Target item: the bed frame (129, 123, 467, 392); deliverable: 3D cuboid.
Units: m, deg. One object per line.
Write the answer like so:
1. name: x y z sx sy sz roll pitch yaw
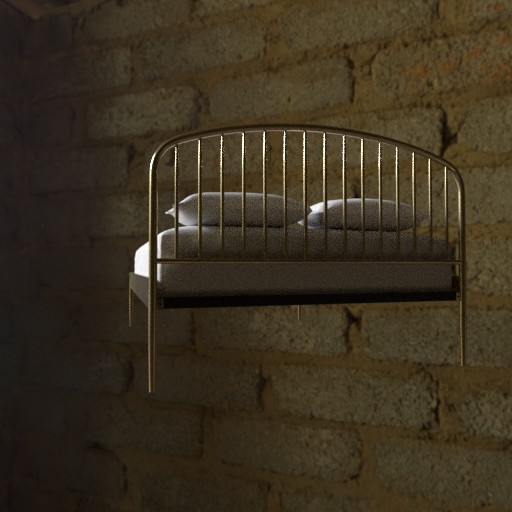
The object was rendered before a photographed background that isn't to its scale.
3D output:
1. bed frame: 0.000 0.000 3.076 1.612 1.175 2.152 0 -2 -18
